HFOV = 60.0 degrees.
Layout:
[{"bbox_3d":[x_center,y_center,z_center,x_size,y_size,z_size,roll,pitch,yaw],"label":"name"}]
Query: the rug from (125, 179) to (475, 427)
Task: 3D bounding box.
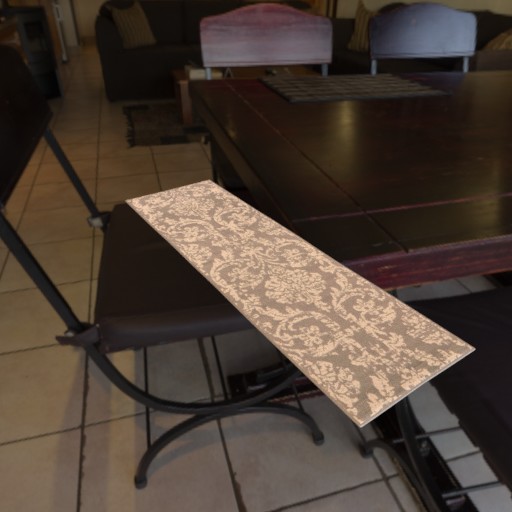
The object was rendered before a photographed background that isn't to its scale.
[{"bbox_3d":[0.000,0.000,2.413,0.662,0.011,2.196,-20,37,-29],"label":"rug"}]
